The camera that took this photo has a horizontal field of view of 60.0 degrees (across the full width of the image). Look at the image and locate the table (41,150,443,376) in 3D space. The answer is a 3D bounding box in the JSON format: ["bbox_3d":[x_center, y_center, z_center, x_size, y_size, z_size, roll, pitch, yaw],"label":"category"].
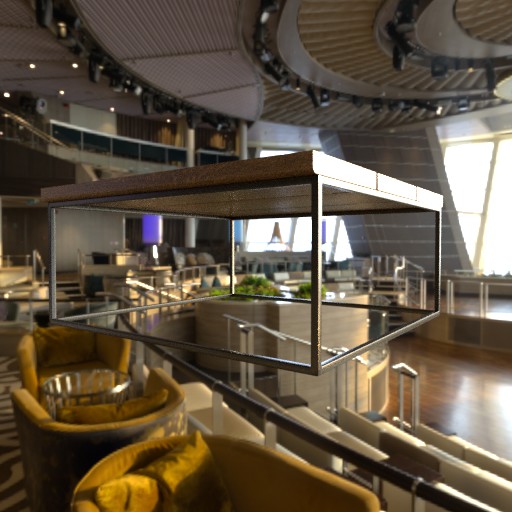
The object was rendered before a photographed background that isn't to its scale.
[{"bbox_3d":[0.000,0.000,1.399,0.900,0.400,0.900,1,2,36],"label":"table"}]
